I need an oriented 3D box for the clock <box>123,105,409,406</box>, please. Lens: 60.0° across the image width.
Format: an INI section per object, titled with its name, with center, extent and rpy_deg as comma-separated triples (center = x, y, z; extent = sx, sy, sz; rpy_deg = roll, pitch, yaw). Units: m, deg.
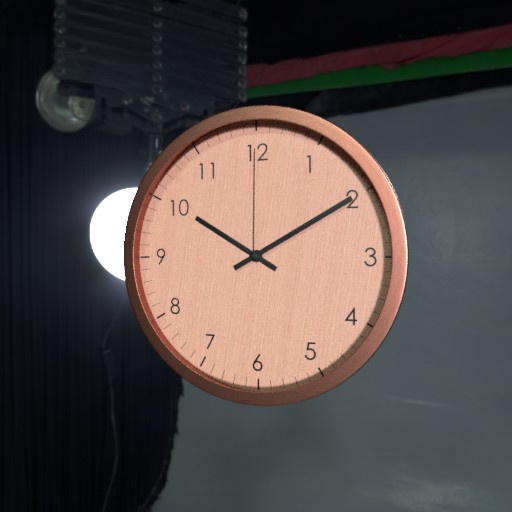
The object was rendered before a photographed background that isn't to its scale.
[clock]
center = 0.000, 0.000, 0.481
extent = 0.313, 0.313, 0.040
rpy_deg = 0, 1, 19
